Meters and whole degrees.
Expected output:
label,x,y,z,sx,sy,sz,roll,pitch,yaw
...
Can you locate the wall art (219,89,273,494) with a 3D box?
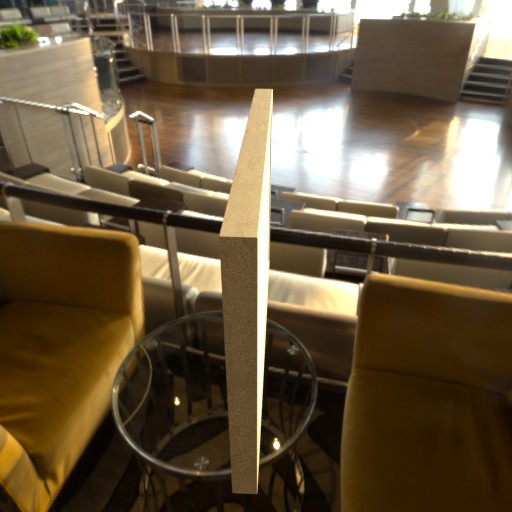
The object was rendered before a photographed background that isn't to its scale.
label,x,y,z,sx,sy,sz,roll,pitch,yaw
wall art,0.000,0.000,0.687,0.032,0.380,0.532,2,33,3
